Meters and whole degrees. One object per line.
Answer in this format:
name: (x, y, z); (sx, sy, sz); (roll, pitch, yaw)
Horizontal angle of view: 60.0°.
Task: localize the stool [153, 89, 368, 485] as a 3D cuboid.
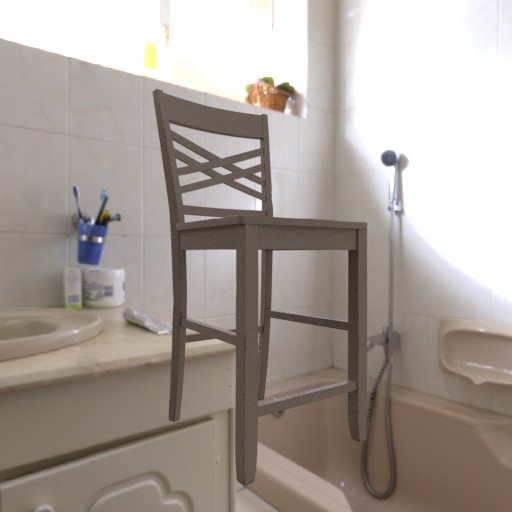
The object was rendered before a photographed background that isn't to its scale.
stool: (0.000, 0.000, 1.378); (0.462, 1.079, 0.539); (0, 1, -36)
